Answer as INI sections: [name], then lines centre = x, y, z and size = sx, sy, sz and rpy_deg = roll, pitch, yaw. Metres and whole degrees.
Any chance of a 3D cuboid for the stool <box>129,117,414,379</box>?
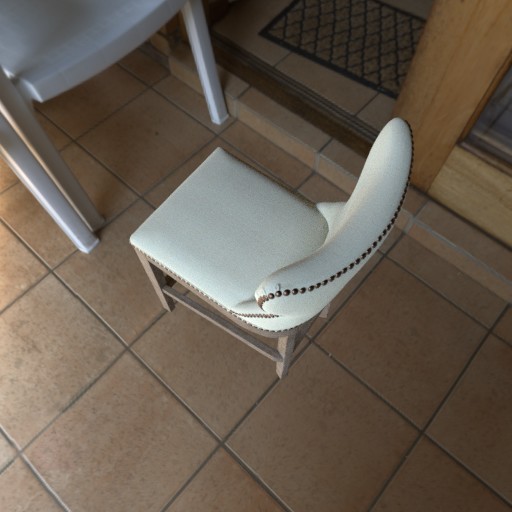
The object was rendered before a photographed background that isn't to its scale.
[stool]
centre = 0.000, 0.000, 1.305
size = 0.608, 0.981, 0.498
rpy_deg = 33, 68, 15
